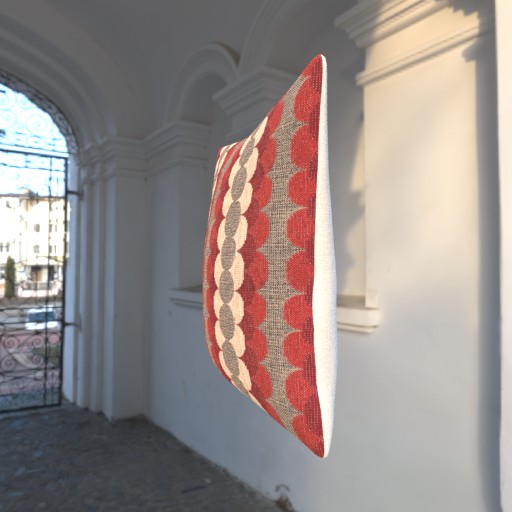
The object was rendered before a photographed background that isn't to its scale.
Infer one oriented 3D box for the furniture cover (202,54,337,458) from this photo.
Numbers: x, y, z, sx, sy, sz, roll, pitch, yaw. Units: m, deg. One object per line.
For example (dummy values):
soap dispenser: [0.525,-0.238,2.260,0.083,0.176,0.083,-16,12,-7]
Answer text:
furniture cover: [0.000,0.000,0.655,0.145,0.420,0.435,0,-1,-19]
